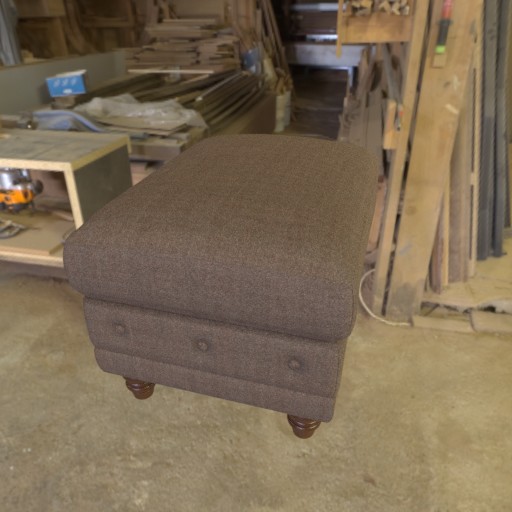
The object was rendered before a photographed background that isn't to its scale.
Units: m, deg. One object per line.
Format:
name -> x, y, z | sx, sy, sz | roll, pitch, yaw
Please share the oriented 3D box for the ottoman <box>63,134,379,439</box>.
ottoman -> 0.000, 0.000, 1.231 | 0.599, 0.555, 0.809 | 8, 30, 14
